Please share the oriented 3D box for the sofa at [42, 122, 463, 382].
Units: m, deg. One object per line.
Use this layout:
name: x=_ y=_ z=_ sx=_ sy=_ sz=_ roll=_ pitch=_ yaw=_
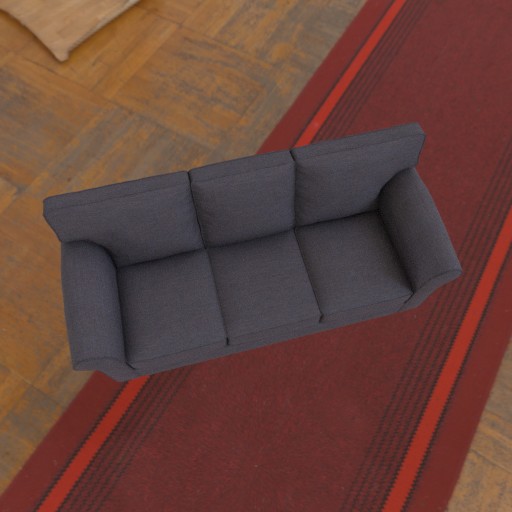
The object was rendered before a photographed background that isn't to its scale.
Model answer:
sofa: x=0.000 y=0.000 z=2.567 sx=2.084 sy=0.966 sz=0.909 roll=-13 pitch=65 yaw=-6
